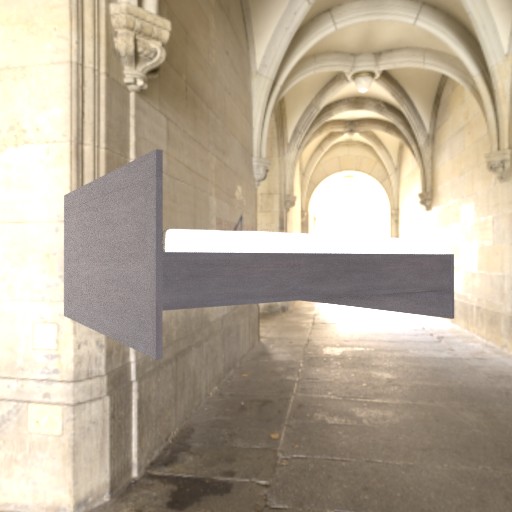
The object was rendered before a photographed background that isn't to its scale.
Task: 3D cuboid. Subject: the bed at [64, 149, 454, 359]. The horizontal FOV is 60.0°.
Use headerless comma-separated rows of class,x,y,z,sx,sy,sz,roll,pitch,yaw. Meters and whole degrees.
bed,0.000,0.000,2.962,2.073,0.823,1.585,0,0,-35
